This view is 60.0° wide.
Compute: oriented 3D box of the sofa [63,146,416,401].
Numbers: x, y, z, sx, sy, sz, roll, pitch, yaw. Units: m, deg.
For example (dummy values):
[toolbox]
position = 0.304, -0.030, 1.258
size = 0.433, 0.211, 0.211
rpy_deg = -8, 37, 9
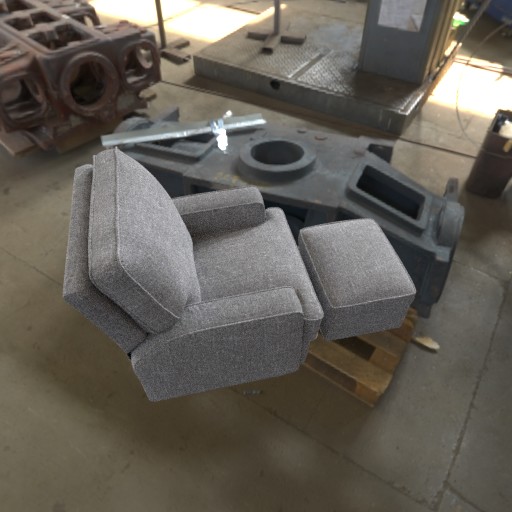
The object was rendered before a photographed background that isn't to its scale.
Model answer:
[sofa]
position = 0.000, 0.000, 2.075
size = 1.472, 0.959, 0.861
rpy_deg = -9, 47, -8
